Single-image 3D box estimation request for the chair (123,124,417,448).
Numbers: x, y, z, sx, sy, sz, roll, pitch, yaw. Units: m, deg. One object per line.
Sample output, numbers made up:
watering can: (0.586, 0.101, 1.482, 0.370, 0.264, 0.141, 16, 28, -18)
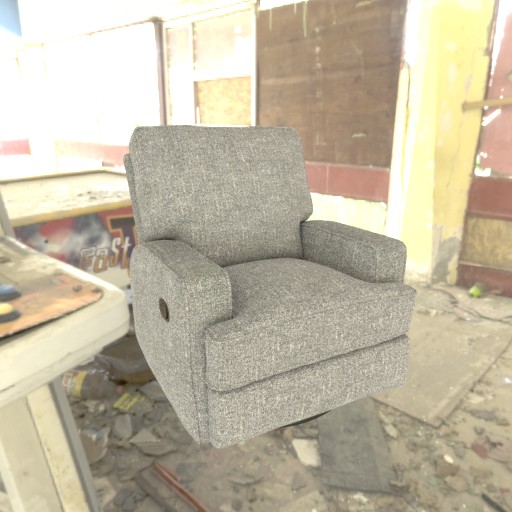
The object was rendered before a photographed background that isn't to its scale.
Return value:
chair: (0.000, 0.000, 1.701, 0.861, 0.962, 0.964, -9, 20, -27)
